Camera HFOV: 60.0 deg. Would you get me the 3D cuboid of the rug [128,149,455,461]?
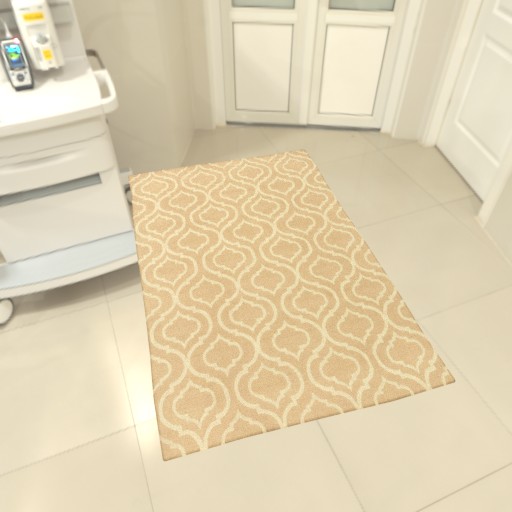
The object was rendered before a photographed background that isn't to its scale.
[{"bbox_3d":[0.000,0.000,2.217,1.152,0.013,1.761,-11,46,-11],"label":"rug"}]
